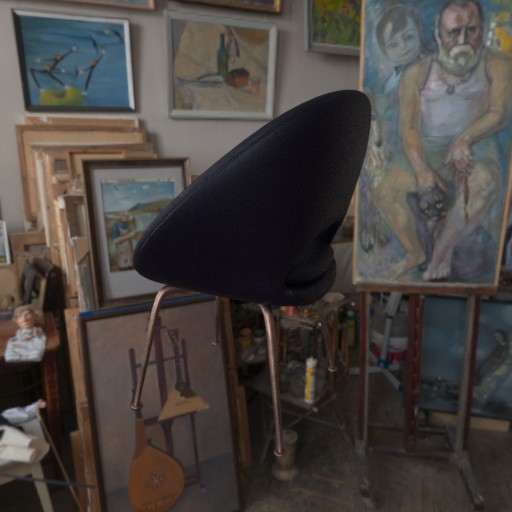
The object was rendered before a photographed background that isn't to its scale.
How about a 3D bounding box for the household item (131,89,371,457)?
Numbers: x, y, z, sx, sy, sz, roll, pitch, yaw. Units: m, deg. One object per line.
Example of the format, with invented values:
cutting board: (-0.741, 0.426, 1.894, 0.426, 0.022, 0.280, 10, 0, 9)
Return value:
household item: (0.000, 0.000, 1.246, 0.573, 0.852, 0.623, 7, 17, 25)
